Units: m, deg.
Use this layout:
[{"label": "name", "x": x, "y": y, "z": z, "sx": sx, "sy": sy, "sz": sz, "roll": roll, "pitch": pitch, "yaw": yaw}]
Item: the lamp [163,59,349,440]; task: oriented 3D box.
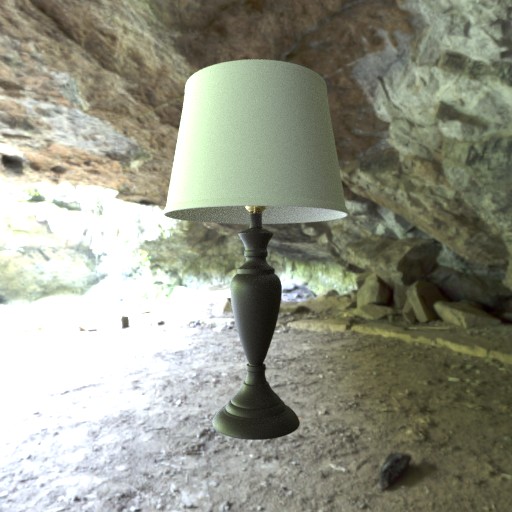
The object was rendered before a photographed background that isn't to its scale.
[{"label": "lamp", "x": 0.000, "y": 0.000, "z": 0.816, "sx": 0.335, "sy": 0.611, "sz": 0.335, "roll": 0, "pitch": 0, "yaw": 0}]
